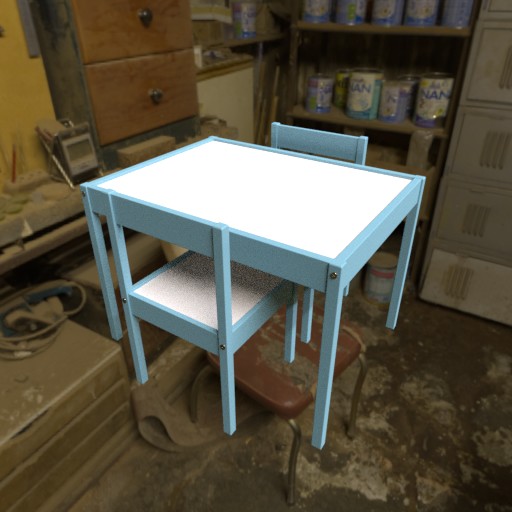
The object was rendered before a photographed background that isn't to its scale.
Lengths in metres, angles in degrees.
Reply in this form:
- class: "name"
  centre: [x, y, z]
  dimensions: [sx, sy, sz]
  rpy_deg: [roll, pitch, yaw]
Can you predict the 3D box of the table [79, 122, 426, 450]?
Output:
- class: "table"
  centre: [0.000, 0.000, 1.123]
  dimensions: [0.639, 0.503, 0.633]
  rpy_deg: [19, 35, 28]
